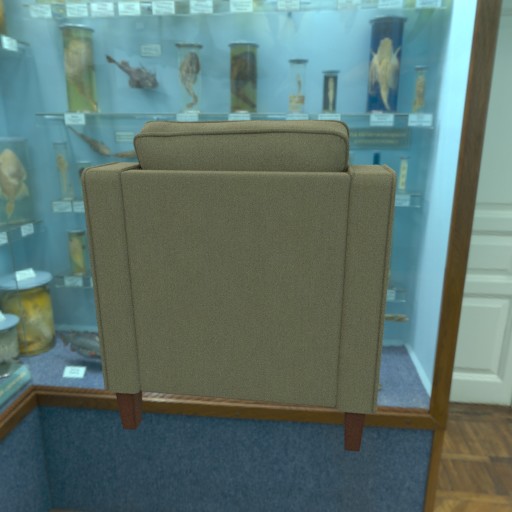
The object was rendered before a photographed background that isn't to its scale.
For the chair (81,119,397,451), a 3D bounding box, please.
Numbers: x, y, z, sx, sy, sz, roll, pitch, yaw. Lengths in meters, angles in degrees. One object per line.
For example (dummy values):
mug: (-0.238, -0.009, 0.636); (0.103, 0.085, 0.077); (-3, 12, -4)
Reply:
chair: (0.000, 0.000, 1.655); (0.831, 0.960, 0.909); (2, 16, 8)
